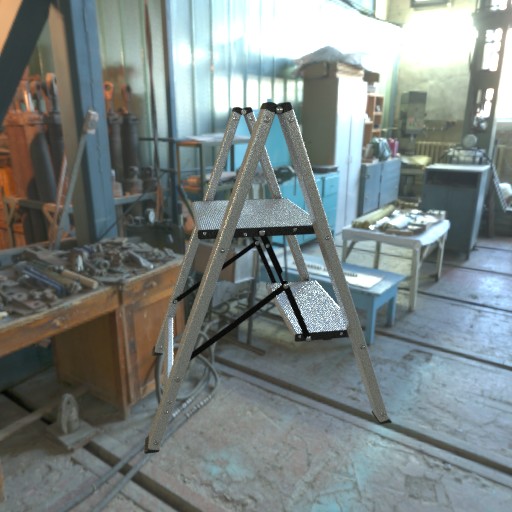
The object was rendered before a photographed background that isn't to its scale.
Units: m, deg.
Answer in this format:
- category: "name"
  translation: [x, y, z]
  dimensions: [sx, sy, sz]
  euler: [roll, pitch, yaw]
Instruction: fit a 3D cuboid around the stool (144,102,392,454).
- category: "stool"
  translation: [0.000, 0.000, 1.039]
  dimensions: [0.535, 0.670, 0.440]
  euler: [-3, 18, -10]
